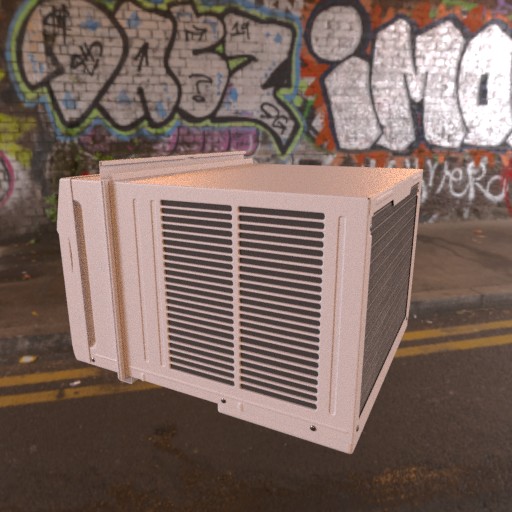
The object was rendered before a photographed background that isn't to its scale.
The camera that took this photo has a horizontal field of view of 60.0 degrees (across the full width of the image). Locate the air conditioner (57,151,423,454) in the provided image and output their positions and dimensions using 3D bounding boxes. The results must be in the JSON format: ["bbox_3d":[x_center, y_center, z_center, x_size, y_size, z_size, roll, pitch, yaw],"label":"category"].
[{"bbox_3d":[0.000,0.000,0.885,0.546,0.388,0.503,8,17,26],"label":"air conditioner"}]
